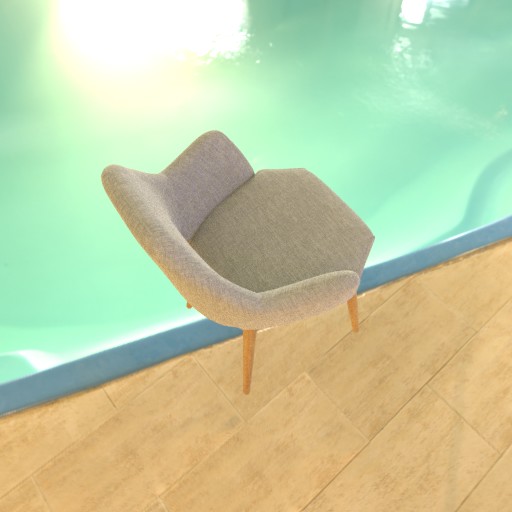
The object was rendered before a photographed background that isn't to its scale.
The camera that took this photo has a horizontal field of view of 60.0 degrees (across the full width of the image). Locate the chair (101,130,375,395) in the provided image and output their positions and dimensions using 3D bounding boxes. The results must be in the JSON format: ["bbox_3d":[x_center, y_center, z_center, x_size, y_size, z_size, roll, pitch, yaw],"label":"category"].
[{"bbox_3d":[0.000,0.000,1.243,0.610,0.840,0.590,-29,61,-18],"label":"chair"}]
